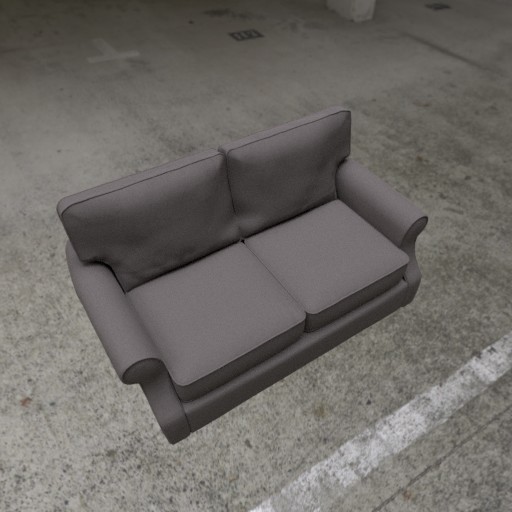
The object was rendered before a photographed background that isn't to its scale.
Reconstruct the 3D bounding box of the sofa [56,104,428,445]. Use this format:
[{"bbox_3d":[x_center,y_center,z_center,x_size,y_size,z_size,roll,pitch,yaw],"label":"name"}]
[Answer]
[{"bbox_3d":[0.000,0.000,2.222,1.665,0.937,0.964,-25,51,-22],"label":"sofa"}]
